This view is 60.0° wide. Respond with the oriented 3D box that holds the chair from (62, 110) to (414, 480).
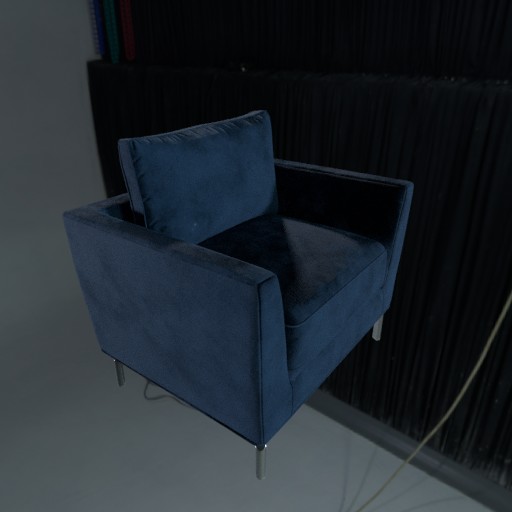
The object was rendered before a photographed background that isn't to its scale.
[{"bbox_3d":[0.000,0.000,1.566,0.746,0.893,0.977,18,31,33],"label":"chair"}]
